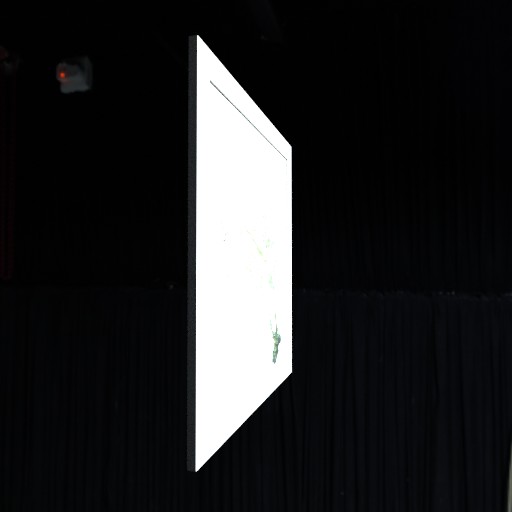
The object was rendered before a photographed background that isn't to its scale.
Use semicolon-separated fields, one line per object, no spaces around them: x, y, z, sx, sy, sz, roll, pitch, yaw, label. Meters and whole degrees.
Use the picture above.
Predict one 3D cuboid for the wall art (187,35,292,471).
0.000;0.000;0.877;0.013;0.584;0.584;0;-2;17;wall art
